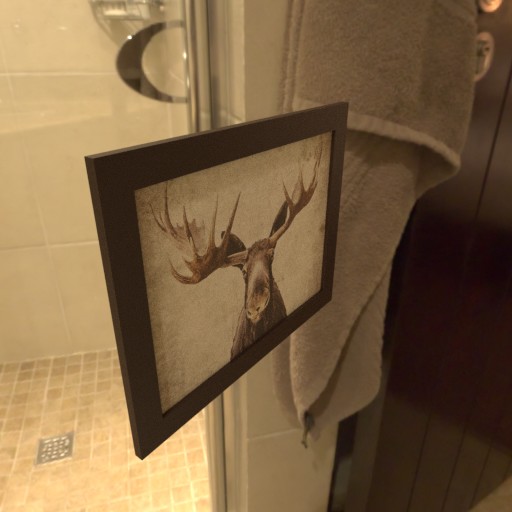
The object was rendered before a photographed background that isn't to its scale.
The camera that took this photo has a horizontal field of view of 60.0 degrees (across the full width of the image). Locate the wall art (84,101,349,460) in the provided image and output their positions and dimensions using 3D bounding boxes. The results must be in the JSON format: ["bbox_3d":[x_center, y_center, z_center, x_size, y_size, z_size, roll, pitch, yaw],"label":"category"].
[{"bbox_3d":[0.000,0.000,1.616,0.034,0.952,1.207,19,32,33],"label":"wall art"}]
